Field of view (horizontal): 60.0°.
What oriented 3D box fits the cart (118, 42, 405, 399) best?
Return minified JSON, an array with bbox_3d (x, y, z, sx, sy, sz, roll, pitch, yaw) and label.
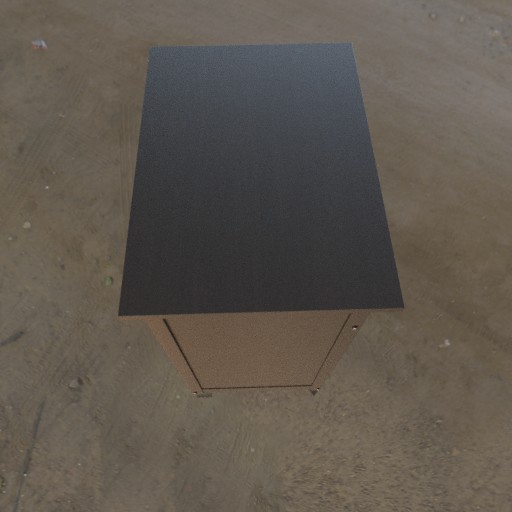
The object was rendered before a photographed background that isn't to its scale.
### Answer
[{"bbox_3d":[0.000,0.000,1.243,0.456,0.879,0.660,-2,62,-1],"label":"cart"}]
